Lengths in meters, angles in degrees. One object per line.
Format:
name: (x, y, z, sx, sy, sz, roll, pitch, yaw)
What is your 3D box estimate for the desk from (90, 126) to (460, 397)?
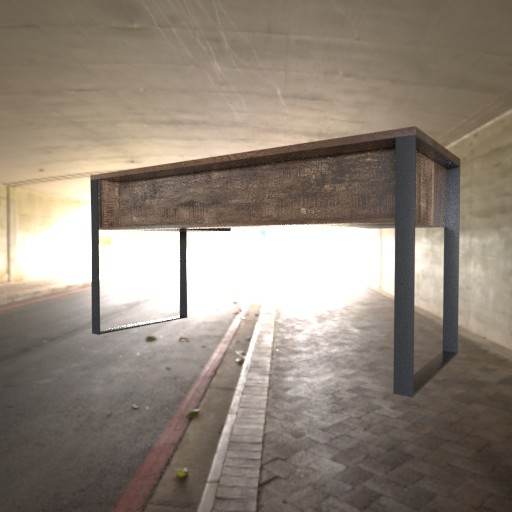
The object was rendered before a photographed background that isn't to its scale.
desk: (0.000, 0.000, 1.932, 1.524, 0.762, 0.599, 1, 2, 36)
